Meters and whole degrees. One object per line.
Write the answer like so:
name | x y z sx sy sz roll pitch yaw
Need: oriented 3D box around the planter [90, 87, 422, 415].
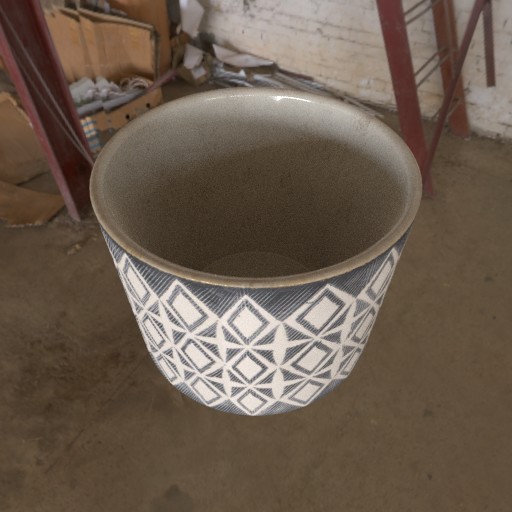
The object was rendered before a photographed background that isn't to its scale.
planter | 0.000 0.000 0.324 0.192 0.165 0.192 0 47 0
